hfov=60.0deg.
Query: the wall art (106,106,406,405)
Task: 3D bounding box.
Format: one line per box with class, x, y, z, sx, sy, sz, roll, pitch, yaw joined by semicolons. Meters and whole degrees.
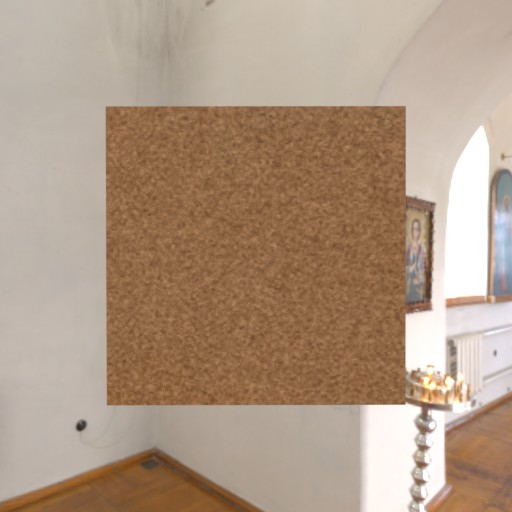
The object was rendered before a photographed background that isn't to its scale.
wall art;0.000;0.000;0.666;0.446;0.445;0.014;0;0;0
